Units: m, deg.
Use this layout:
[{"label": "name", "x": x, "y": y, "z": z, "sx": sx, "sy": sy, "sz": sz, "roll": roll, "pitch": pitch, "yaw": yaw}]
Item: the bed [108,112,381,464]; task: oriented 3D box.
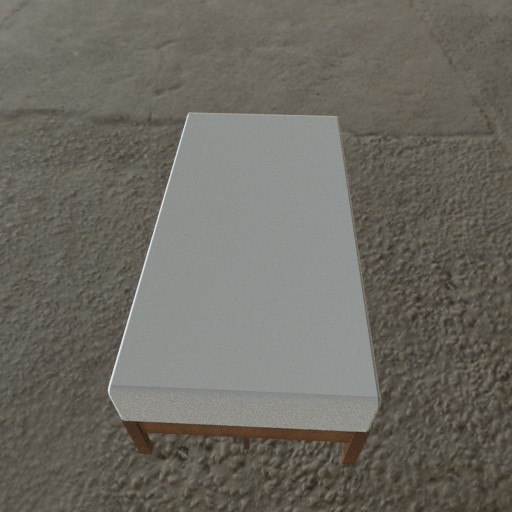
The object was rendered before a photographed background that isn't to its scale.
[{"label": "bed", "x": 0.000, "y": 0.000, "z": 2.390, "sx": 0.961, "sy": 0.616, "sz": 1.902, "roll": 2, "pitch": 47, "yaw": 2}]
